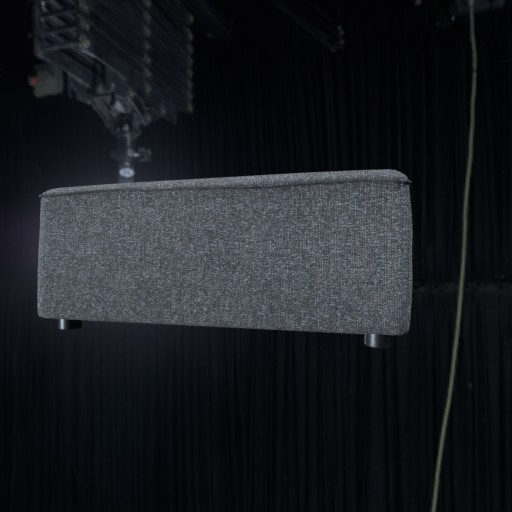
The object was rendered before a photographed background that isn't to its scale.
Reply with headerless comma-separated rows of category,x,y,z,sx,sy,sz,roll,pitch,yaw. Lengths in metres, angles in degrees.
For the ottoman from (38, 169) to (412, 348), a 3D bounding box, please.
ottoman,0.000,0.000,1.574,1.021,0.423,1.017,0,0,18
